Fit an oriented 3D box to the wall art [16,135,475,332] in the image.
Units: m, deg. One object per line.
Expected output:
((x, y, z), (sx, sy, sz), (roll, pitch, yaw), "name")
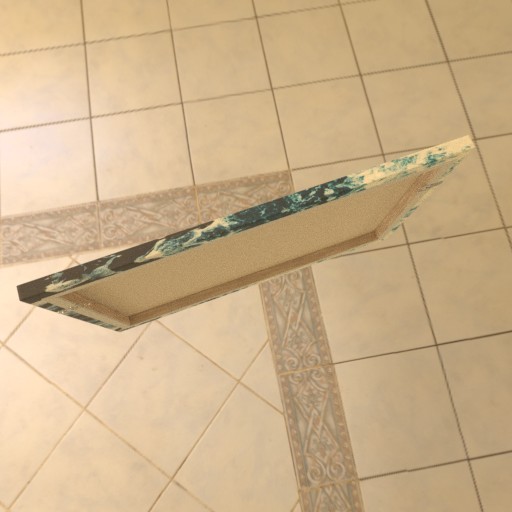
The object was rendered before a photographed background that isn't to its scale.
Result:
((0.000, 0.000, 1.888), (1.524, 1.017, 0.055), (-19, 76, -5), "wall art")
